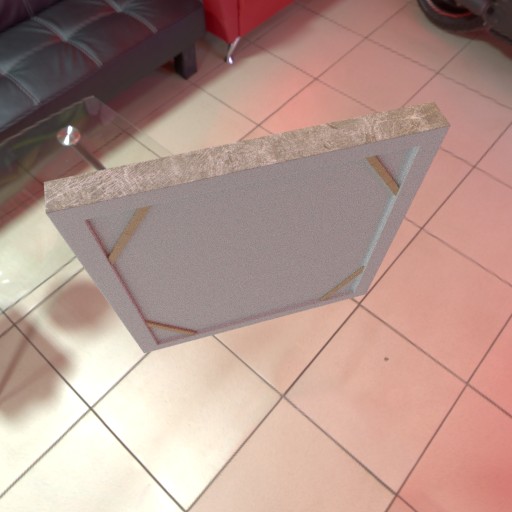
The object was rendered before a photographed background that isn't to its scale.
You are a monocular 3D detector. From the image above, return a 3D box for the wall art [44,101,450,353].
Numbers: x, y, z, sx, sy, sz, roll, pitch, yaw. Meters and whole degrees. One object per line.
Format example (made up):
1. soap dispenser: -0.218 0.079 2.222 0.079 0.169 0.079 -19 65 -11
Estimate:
1. wall art: 0.000 0.000 0.613 0.405 0.407 0.038 -14 61 -8
